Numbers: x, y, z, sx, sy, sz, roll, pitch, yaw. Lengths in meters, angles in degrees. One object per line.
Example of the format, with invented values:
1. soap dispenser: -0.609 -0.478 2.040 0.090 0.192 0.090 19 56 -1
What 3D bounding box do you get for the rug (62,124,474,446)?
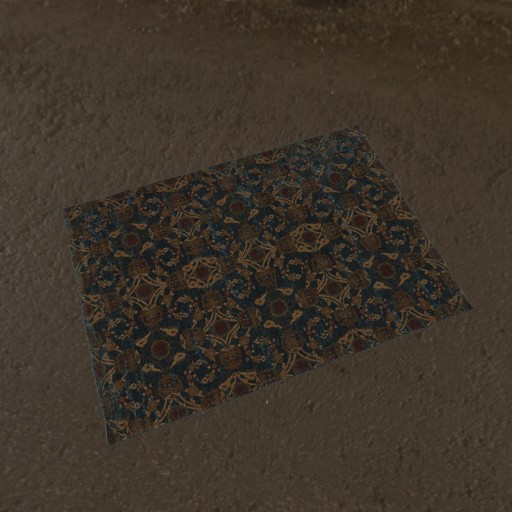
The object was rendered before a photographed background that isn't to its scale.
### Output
1. rug: 0.000 0.000 4.196 3.291 0.013 2.337 -18 64 -9
